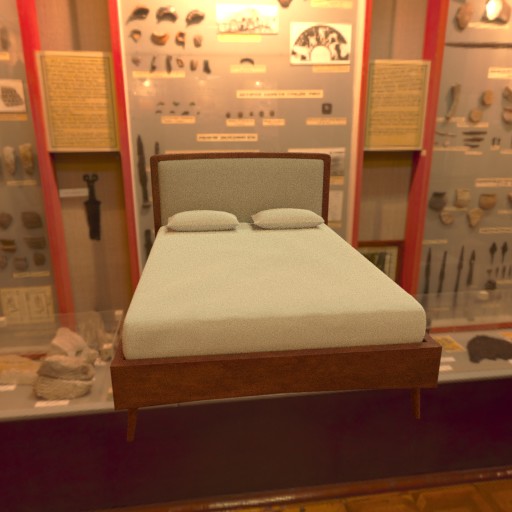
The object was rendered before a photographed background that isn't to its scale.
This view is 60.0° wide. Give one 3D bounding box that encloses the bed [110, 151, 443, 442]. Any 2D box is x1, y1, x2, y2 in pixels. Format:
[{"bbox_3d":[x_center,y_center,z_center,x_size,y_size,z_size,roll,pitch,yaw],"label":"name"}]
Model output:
[{"bbox_3d":[0.000,0.000,3.087,1.587,1.275,2.196,-2,17,-6],"label":"bed"}]
